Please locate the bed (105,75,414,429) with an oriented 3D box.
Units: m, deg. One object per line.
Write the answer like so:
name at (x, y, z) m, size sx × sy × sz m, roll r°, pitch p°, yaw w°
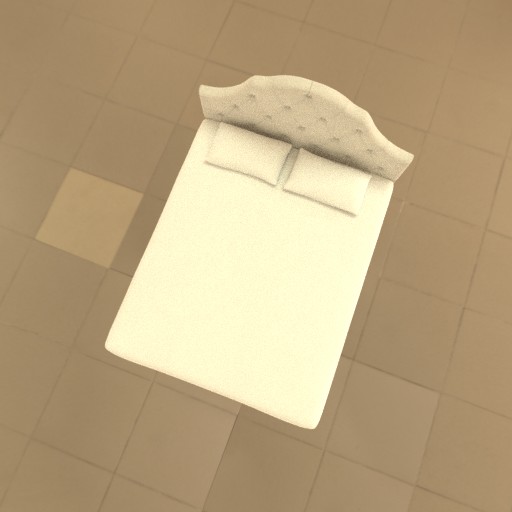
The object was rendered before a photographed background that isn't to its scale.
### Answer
bed at (0.000, 0.000, 3.834) m, size 2.039 × 1.617 × 2.477 m, roll 20°, pitch 78°, yaw 5°
